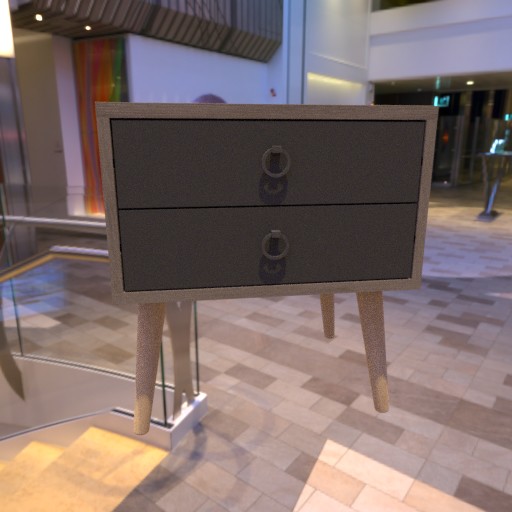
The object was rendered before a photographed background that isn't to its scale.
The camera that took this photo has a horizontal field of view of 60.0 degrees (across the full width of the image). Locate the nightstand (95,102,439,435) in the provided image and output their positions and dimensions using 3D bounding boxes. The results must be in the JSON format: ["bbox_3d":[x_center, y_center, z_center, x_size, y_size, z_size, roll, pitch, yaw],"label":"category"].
[{"bbox_3d":[0.000,0.000,0.808,0.450,0.500,0.380,-2,15,-8],"label":"nightstand"}]
